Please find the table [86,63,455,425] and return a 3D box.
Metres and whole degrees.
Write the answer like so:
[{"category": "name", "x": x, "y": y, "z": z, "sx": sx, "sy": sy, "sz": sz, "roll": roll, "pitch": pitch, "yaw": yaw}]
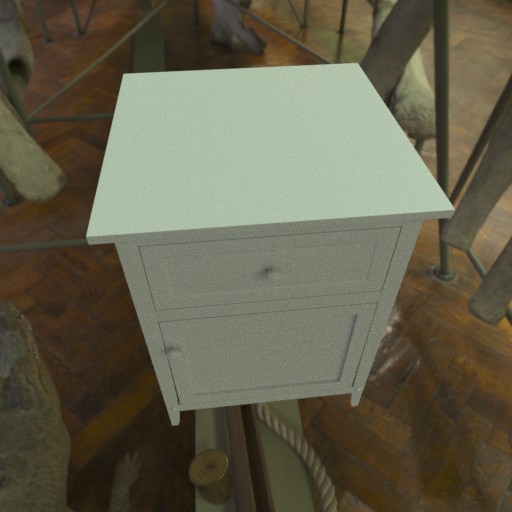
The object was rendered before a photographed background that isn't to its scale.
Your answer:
[{"category": "table", "x": 0.000, "y": 0.000, "z": 0.757, "sx": 0.381, "sy": 0.483, "sz": 0.381, "roll": -5, "pitch": 46, "yaw": -4}]
